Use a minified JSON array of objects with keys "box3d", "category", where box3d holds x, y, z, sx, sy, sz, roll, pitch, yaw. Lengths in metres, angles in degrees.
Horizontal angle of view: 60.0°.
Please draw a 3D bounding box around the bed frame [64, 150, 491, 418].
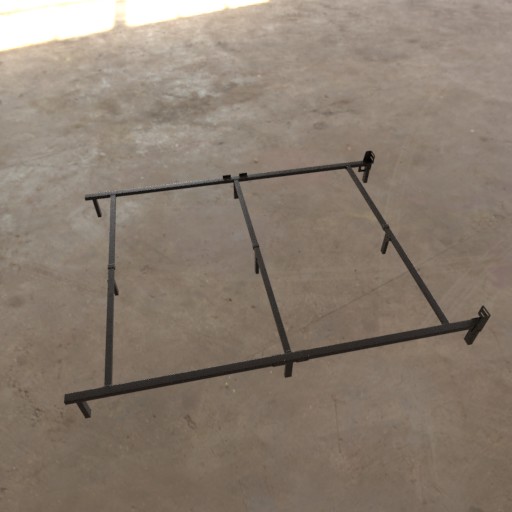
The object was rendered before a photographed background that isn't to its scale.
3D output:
[{"box3d":[0.000,0.000,2.583,1.990,0.248,1.498,-8,46,-8],"category":"bed frame"}]
